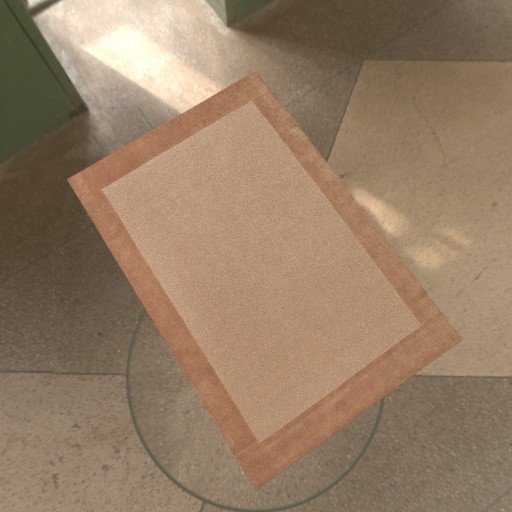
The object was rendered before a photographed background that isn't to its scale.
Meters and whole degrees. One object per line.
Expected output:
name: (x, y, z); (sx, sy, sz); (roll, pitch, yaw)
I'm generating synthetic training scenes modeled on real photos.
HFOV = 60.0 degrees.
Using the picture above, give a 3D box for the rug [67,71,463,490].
rug: (0.000, 0.000, 2.276); (1.219, 0.014, 1.829); (-33, 78, -8)
